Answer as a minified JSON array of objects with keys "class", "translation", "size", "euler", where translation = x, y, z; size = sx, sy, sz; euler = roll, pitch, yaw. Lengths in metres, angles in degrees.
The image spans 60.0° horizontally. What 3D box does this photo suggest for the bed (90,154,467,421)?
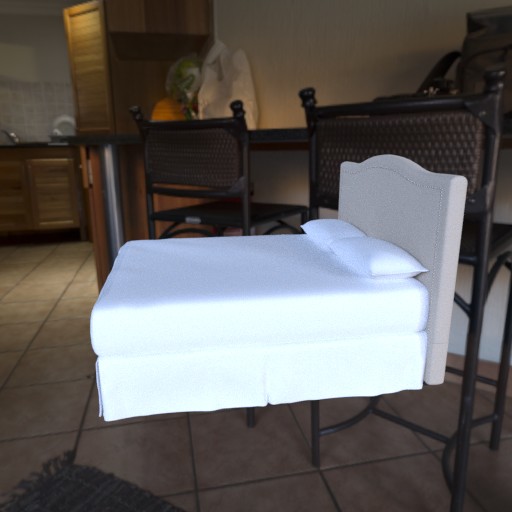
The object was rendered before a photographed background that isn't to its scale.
[{"class":"bed","translation":[0.000,0.000,3.156],"size":[2.052,1.398,1.678],"euler":[-3,15,-10]}]
